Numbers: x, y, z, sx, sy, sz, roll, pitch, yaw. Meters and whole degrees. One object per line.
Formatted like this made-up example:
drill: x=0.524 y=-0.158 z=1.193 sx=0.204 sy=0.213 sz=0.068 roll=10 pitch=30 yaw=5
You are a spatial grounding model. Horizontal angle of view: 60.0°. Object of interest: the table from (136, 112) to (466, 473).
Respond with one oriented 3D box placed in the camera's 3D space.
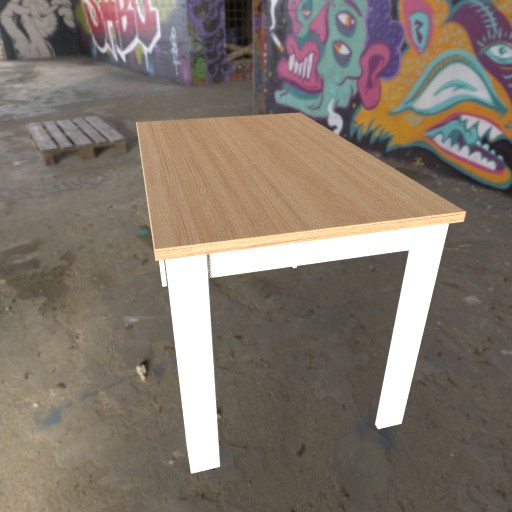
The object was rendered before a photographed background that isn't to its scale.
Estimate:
table: x=0.000 y=0.000 z=1.575 sx=0.700 sy=0.734 sz=1.100 roll=-8 pitch=30 yaw=-13
